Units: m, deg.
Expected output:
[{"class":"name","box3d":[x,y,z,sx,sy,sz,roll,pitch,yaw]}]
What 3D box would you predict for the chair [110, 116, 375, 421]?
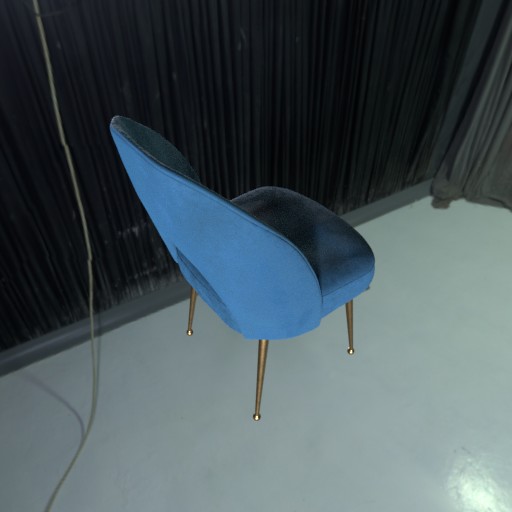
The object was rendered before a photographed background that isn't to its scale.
[{"class":"chair","box3d":[0.000,0.000,1.211,0.577,0.860,0.527,-26,48,-26]}]
